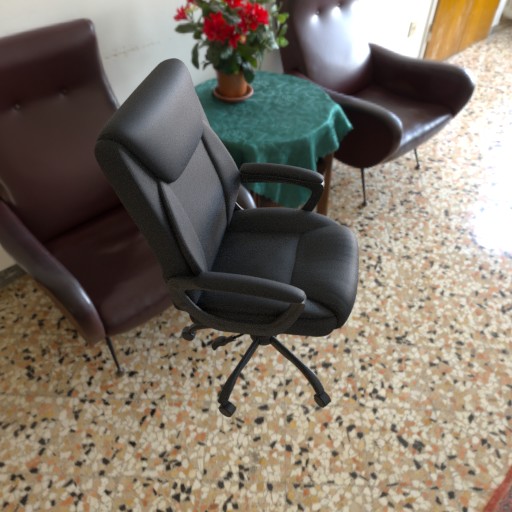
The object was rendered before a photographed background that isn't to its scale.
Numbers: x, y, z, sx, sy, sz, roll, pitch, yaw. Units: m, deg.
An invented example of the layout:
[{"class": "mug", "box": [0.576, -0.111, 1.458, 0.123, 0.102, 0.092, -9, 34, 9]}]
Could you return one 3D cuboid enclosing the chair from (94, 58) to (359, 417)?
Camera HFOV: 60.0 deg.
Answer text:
[{"class": "chair", "box": [0.000, 0.000, 1.423, 0.655, 1.072, 0.615, 8, 46, 8]}]
